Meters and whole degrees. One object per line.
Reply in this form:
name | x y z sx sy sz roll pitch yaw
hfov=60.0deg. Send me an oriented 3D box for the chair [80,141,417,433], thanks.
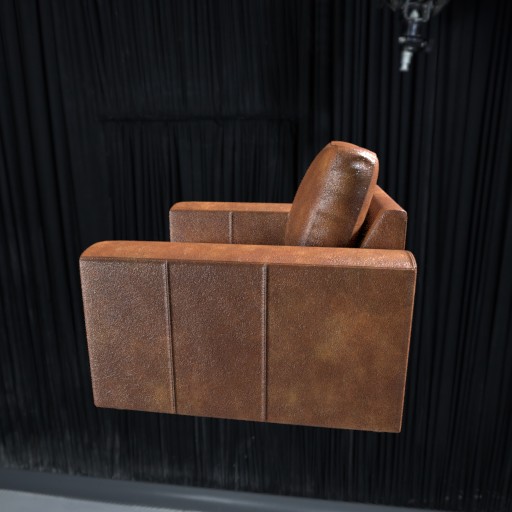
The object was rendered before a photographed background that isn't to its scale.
chair | 0.000 0.000 1.759 1.016 0.873 1.005 2 16 8
